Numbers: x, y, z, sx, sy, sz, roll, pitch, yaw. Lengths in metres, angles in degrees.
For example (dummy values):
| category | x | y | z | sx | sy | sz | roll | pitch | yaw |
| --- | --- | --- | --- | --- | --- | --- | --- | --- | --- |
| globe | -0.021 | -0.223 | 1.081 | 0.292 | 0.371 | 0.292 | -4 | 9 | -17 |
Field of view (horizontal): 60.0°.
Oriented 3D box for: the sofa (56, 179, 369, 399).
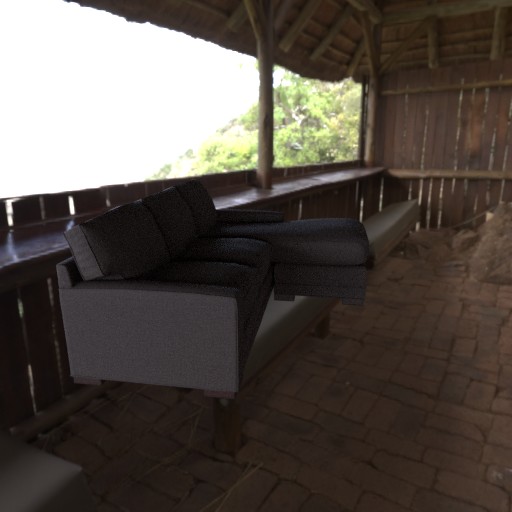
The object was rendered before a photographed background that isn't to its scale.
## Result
| category | x | y | z | sx | sy | sz | roll | pitch | yaw |
| --- | --- | --- | --- | --- | --- | --- | --- | --- | --- |
| sofa | 0.000 | 0.000 | 3.403 | 1.790 | 0.973 | 2.370 | 3 | 17 | 9 |
